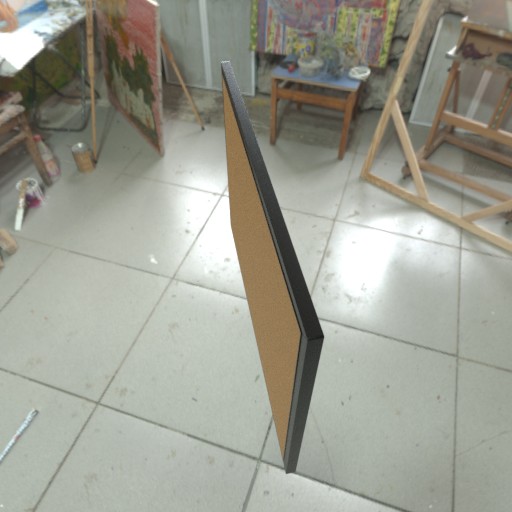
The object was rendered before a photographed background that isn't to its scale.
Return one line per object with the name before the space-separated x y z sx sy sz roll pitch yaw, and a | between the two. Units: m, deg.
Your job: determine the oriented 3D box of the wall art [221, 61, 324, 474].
wall art | 0.000 0.000 0.568 0.013 0.306 0.440 -8 48 -7
